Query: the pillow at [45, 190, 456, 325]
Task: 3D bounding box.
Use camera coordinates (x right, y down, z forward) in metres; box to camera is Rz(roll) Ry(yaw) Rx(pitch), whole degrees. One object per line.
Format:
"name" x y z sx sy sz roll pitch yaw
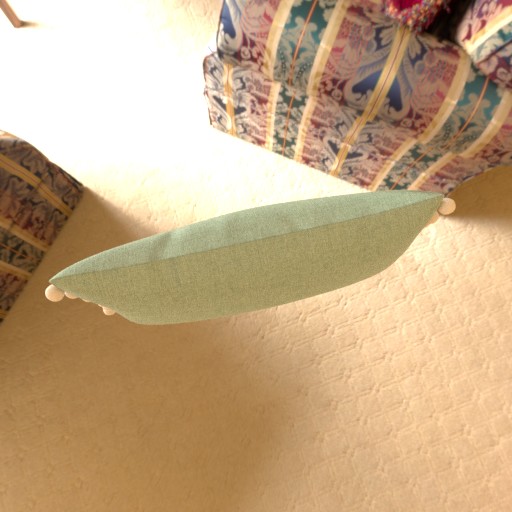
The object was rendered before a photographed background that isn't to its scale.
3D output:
"pillow" 0.000 0.000 0.861 0.709 0.322 0.201 -13 77 -3
